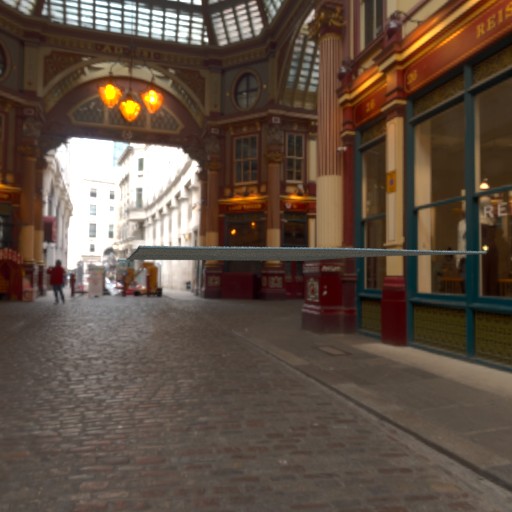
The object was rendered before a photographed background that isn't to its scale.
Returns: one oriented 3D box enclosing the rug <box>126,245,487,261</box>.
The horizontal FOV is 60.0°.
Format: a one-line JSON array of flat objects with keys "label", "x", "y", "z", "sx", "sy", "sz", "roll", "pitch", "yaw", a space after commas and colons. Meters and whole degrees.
[{"label": "rug", "x": 0.000, "y": 0.000, "z": 2.935, "sx": 1.611, "sy": 0.026, "sz": 2.260, "roll": 0, "pitch": -2, "yaw": -17}]
